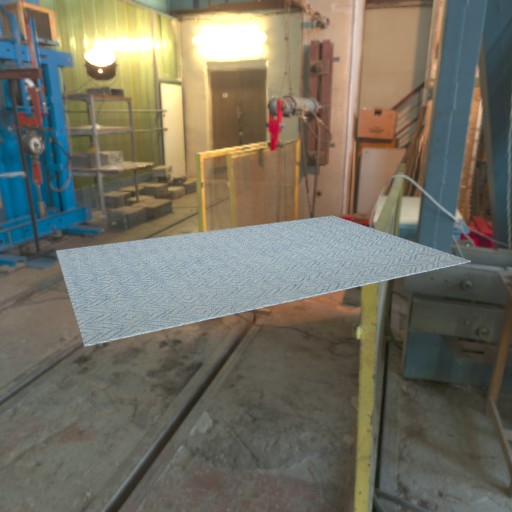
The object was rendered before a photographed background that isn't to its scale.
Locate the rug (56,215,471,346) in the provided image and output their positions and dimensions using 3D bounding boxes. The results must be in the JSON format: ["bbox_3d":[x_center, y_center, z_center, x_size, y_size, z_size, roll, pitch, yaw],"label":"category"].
[{"bbox_3d":[0.000,0.000,3.067,2.441,0.008,1.526,-9,20,-26],"label":"rug"}]
